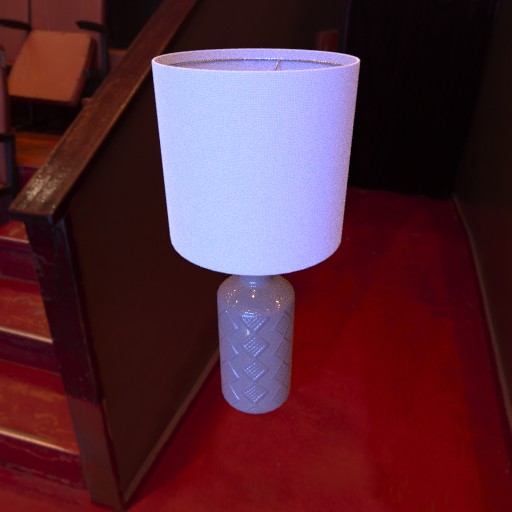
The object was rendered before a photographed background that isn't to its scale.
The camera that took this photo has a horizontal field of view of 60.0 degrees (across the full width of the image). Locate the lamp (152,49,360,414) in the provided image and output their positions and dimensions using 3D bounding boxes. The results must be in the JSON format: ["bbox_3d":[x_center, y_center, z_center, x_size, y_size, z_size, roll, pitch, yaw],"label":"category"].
[{"bbox_3d":[0.000,0.000,0.562,0.207,0.461,0.207,8,31,14],"label":"lamp"}]
